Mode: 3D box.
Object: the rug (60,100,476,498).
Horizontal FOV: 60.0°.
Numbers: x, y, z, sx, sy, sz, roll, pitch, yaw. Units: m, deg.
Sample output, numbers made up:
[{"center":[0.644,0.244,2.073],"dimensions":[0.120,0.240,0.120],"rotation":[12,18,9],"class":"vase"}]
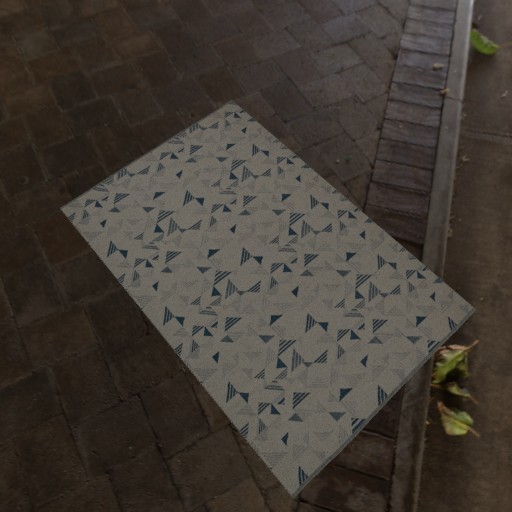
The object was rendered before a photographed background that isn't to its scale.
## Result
[{"center":[0.000,0.000,2.256],"dimensions":[1.206,0.003,1.835],"rotation":[-38,69,-17],"class":"rug"}]
